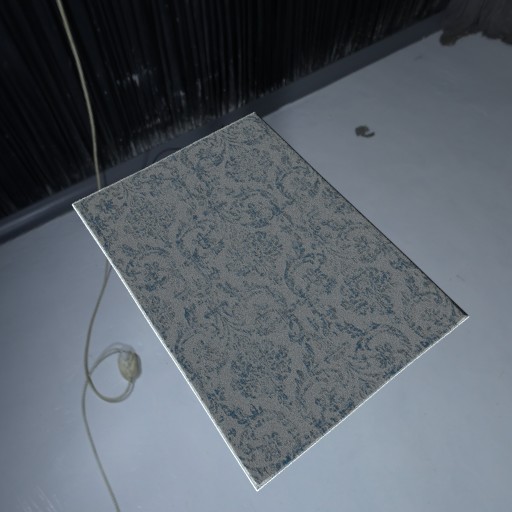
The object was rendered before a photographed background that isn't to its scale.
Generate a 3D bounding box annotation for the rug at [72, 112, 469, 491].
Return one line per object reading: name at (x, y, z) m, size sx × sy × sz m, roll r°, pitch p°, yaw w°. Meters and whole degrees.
rug at (0.000, 0.000, 2.885) m, size 1.586 × 0.014 × 2.197 m, roll -32°, pitch 64°, yaw -18°
